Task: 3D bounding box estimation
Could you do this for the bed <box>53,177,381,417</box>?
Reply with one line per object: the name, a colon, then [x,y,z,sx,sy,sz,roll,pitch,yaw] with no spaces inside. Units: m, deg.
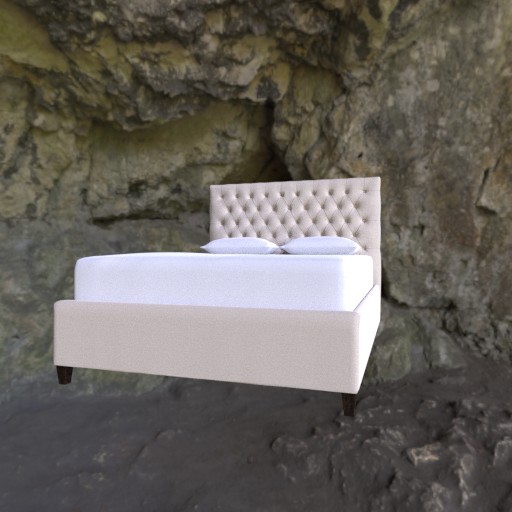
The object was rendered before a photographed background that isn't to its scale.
bed: [0.000,0.000,3.263,1.696,1.426,2.233,0,0,18]
